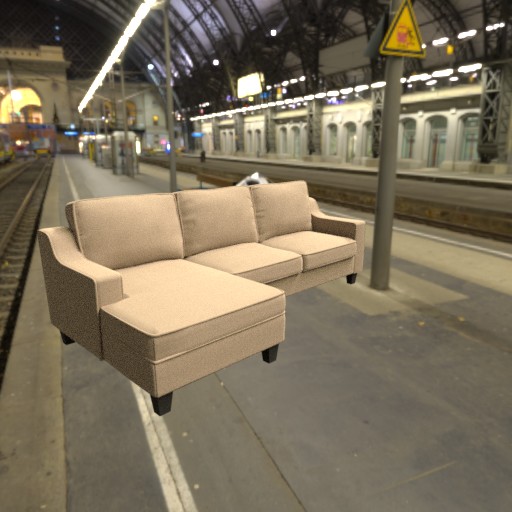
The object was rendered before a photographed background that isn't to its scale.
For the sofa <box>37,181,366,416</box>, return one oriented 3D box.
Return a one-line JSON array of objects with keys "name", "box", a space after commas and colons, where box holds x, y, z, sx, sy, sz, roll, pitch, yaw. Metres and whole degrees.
[{"name": "sofa", "box": [0.000, 0.000, 3.239, 2.561, 0.928, 1.294, -14, 19, -43]}]
